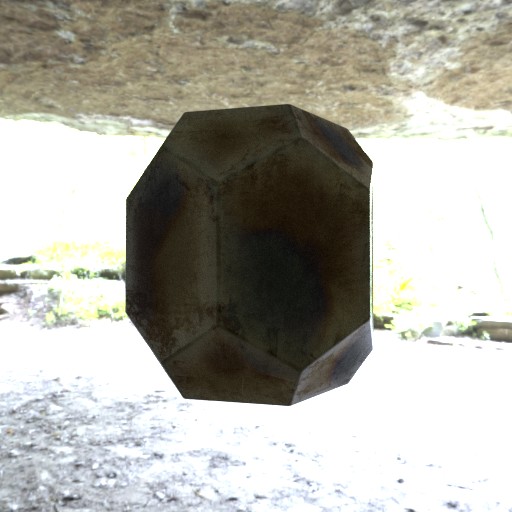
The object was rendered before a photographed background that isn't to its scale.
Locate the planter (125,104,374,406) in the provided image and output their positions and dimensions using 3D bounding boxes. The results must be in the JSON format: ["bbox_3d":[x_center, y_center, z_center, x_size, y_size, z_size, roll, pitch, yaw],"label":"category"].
[{"bbox_3d":[0.000,0.000,0.430,0.243,0.238,0.221,0,-1,-17],"label":"planter"}]
